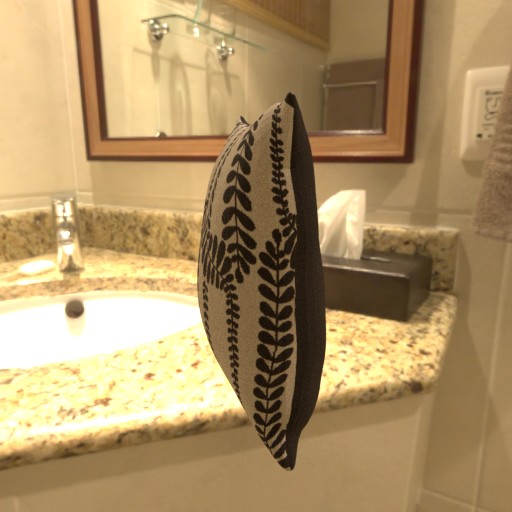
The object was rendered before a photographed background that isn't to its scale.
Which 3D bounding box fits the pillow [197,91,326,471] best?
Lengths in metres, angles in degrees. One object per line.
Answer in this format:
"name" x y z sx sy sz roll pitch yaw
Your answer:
"pillow" 0.000 0.000 0.683 0.182 0.441 0.440 -2 14 -8
